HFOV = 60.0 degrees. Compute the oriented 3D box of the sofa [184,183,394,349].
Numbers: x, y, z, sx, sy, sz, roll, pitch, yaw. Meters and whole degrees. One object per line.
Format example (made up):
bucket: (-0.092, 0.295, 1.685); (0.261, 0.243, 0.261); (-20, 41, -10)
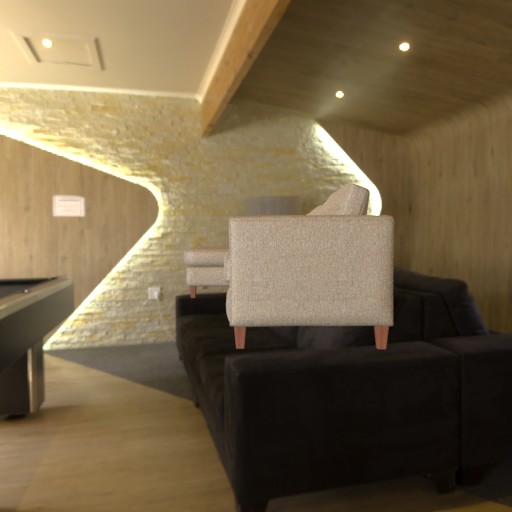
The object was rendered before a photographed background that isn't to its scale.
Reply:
sofa: (0.000, 0.000, 3.831); (1.502, 0.876, 3.201); (0, 1, 1)
